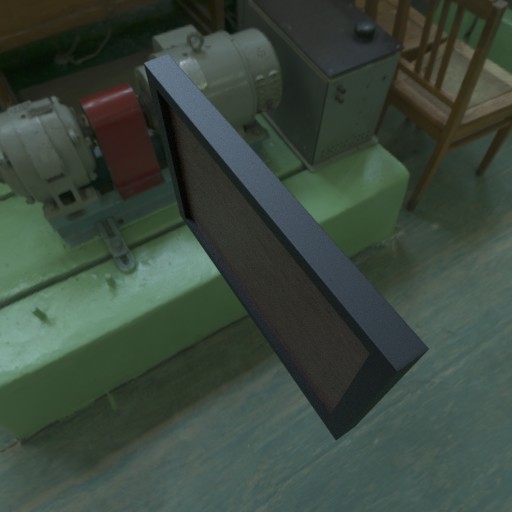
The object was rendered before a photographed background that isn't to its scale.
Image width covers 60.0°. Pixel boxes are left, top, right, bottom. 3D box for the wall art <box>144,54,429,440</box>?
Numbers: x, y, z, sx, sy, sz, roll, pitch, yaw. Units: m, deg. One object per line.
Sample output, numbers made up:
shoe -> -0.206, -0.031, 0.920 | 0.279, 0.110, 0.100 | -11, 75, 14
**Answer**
wall art -> 0.000, 0.000, 0.852 | 0.051, 0.456, 0.671 | -29, 62, -17
